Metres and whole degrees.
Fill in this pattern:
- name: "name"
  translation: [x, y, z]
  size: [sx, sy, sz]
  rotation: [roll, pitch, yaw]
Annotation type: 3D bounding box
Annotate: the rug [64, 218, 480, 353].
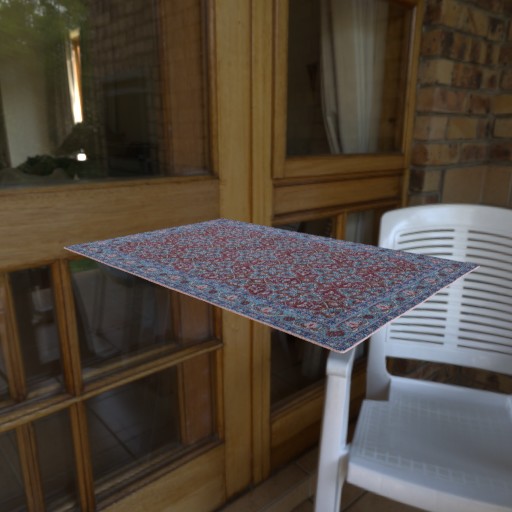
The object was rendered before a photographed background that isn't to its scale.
- name: "rug"
  translation: [0.000, 0.000, 2.313]
  size: [1.829, 0.009, 1.219]
  rotation: [14, 20, 41]
